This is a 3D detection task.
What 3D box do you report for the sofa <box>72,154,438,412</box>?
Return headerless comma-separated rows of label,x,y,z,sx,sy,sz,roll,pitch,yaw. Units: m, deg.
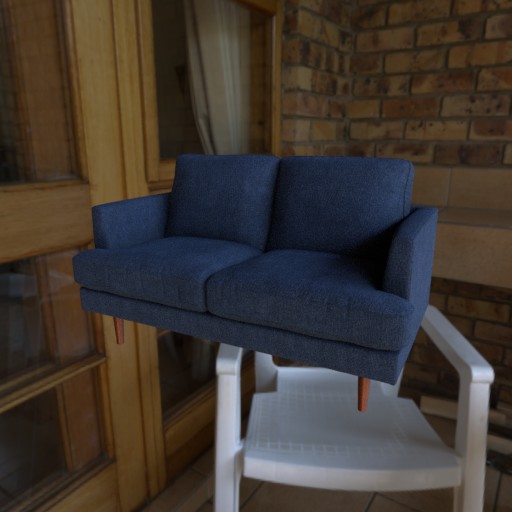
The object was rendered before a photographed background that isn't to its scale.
sofa,0.000,0.000,2.163,1.582,0.944,0.903,8,17,26
